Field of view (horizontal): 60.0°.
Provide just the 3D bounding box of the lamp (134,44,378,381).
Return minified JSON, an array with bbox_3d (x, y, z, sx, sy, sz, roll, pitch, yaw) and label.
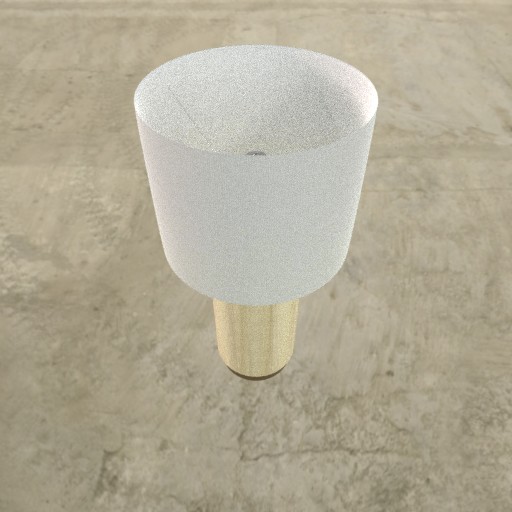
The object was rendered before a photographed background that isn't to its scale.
[{"bbox_3d":[0.000,0.000,0.574,0.228,0.444,0.228,23,50,21],"label":"lamp"}]
